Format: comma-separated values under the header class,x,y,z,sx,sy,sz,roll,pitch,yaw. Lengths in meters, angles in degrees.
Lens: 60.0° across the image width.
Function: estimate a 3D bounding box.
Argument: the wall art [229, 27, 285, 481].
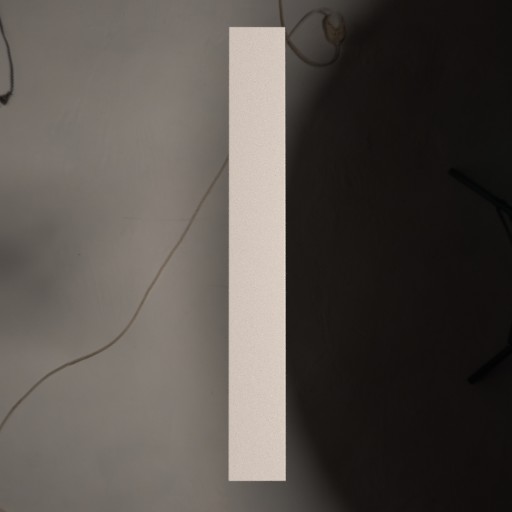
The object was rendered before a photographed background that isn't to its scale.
class,x,y,z,sx,sy,sz,roll,pitch,yaw
wall art,0.000,0.000,0.448,0.038,0.302,0.305,0,89,0
